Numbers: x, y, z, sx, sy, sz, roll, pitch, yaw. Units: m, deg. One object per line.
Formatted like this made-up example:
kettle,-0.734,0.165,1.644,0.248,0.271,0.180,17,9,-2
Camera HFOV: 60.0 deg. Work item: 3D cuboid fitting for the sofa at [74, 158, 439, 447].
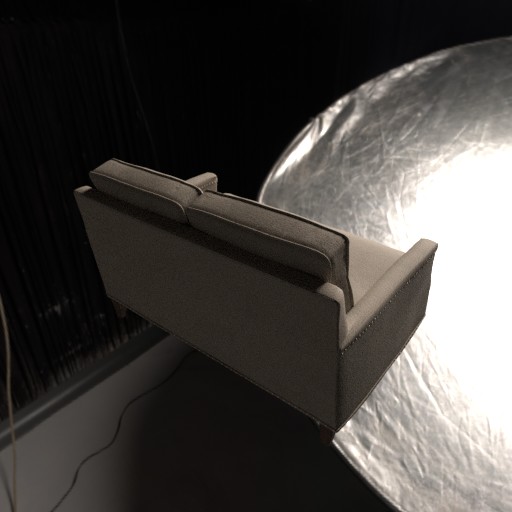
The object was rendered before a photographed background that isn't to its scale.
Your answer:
sofa,0.000,0.000,2.354,1.597,1.003,1.084,22,37,32
